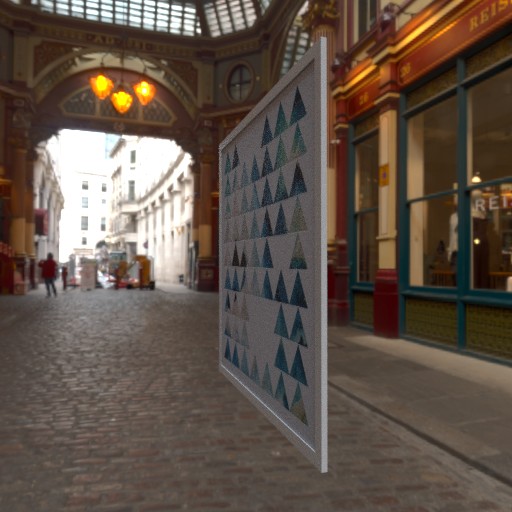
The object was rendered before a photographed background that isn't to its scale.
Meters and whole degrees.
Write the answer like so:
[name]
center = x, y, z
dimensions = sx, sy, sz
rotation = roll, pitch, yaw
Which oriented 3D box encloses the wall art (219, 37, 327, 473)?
[wall art]
center = 0.000, 0.000, 0.681
dimensions = 0.007, 0.456, 0.456
rotation = 0, -1, -18
